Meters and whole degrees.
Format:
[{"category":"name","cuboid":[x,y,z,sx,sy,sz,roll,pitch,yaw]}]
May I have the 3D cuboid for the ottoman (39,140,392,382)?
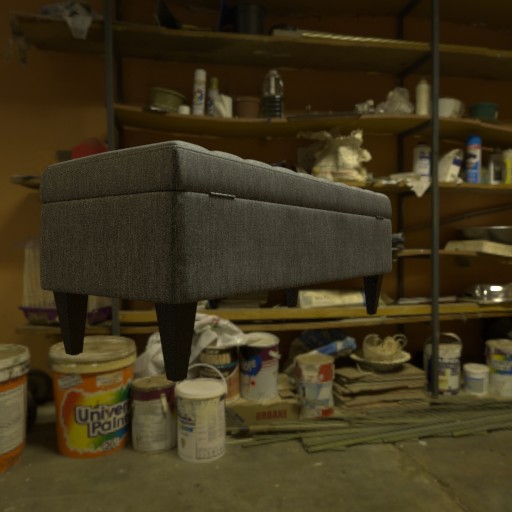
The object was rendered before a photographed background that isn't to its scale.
[{"category":"ottoman","cuboid":[0.000,0.000,1.390,0.482,0.469,1.151,1,2,36]}]
